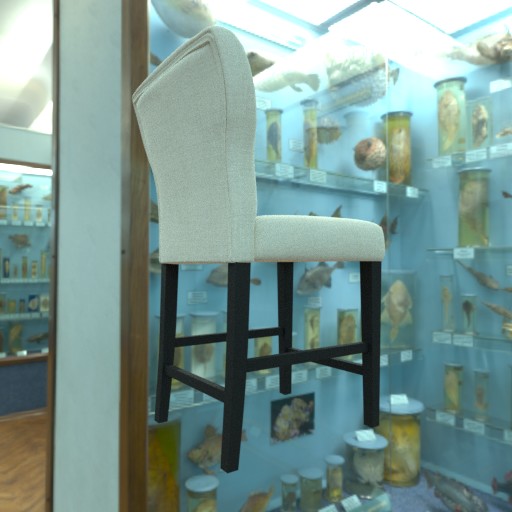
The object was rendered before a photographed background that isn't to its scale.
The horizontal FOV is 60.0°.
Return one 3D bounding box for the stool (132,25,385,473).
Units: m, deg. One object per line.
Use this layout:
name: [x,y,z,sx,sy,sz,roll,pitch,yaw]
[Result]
stool: [0.000,0.000,1.277,0.603,0.972,0.514,1,-2,-35]
